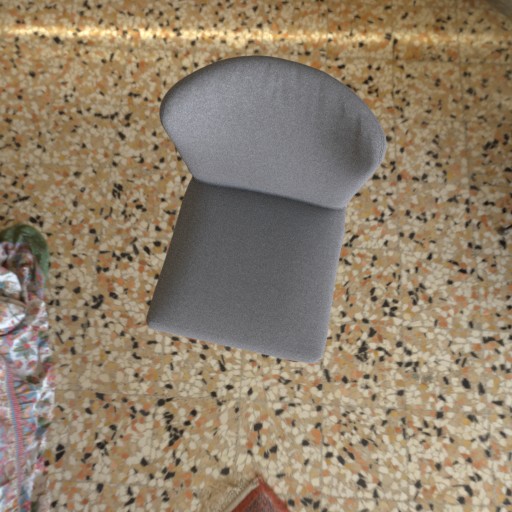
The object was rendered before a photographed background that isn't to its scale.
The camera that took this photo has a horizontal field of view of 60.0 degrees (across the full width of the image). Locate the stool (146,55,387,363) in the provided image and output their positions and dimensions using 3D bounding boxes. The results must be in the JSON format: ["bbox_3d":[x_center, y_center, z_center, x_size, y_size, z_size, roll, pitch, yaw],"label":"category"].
[{"bbox_3d":[0.000,0.000,1.341,0.481,1.069,0.568,12,75,3],"label":"stool"}]
